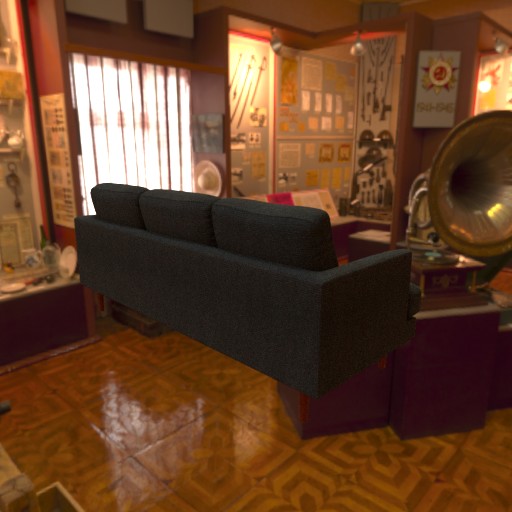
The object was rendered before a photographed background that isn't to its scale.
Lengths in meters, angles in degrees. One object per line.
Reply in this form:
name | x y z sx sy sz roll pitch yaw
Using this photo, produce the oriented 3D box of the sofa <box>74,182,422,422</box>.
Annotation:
sofa | 0.000 0.000 3.001 2.233 0.956 1.504 14 19 43
